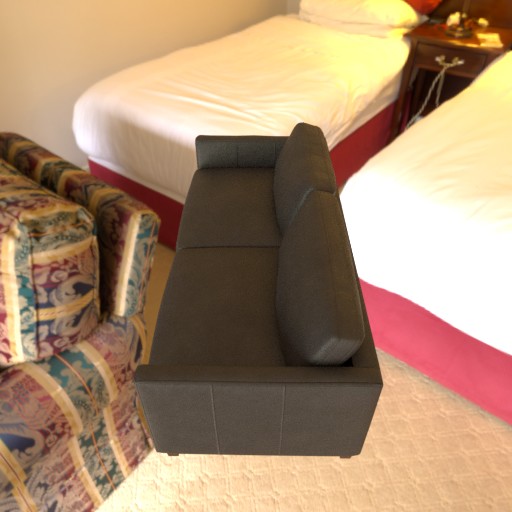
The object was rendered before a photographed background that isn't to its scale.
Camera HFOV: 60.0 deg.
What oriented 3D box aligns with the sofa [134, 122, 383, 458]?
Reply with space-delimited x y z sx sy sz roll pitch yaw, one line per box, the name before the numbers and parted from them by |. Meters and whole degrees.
sofa | 0.000 0.000 2.443 0.933 0.863 1.971 1 41 1
